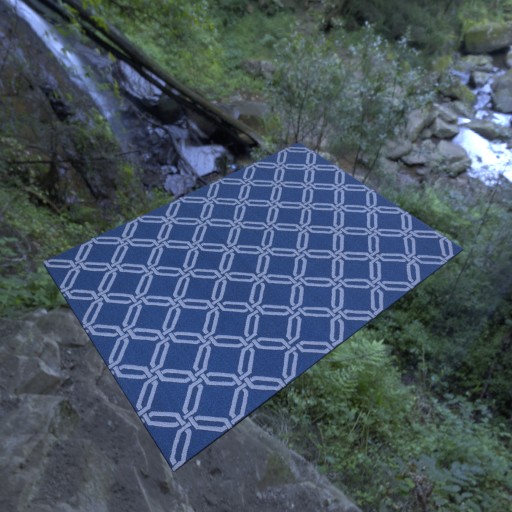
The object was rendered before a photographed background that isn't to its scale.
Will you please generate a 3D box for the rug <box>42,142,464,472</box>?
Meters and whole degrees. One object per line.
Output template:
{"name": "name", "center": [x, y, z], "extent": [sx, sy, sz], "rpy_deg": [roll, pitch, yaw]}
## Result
{"name": "rug", "center": [0.000, 0.000, 4.336], "extent": [3.342, 0.018, 2.432], "rpy_deg": [-30, 54, -25]}
